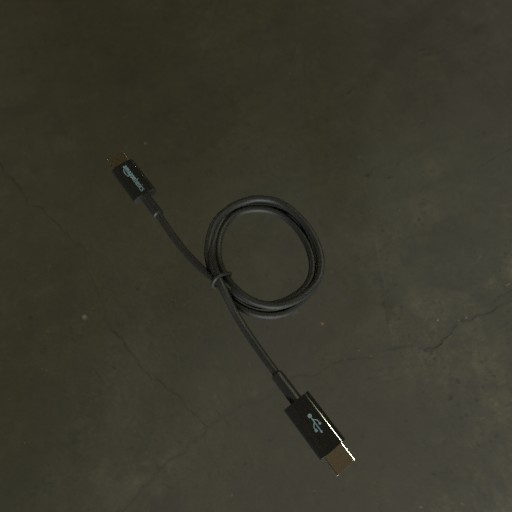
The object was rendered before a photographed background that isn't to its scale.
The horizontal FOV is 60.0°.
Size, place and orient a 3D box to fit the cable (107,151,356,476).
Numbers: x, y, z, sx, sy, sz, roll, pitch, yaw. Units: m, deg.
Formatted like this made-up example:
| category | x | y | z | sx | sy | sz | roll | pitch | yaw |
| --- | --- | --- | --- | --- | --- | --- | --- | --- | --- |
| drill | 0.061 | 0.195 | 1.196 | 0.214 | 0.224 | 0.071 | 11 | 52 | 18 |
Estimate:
| category | x | y | z | sx | sy | sz | roll | pitch | yaw |
| --- | --- | --- | --- | --- | --- | --- | --- | --- | --- |
| cable | 0.000 | 0.000 | 0.227 | 0.070 | 0.014 | 0.203 | -34 | 69 | -15 |
